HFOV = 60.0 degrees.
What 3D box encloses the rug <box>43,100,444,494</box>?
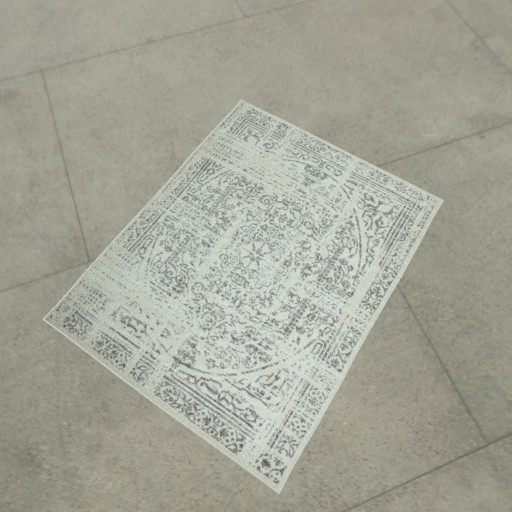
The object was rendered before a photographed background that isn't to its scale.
[{"bbox_3d":[0.000,0.000,3.893,2.311,0.032,2.921,31,68,14],"label":"rug"}]
